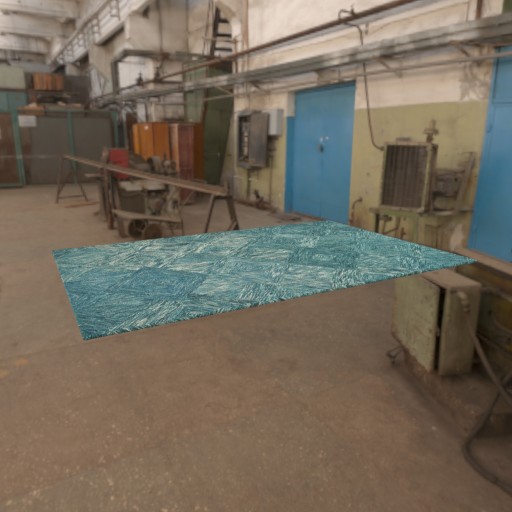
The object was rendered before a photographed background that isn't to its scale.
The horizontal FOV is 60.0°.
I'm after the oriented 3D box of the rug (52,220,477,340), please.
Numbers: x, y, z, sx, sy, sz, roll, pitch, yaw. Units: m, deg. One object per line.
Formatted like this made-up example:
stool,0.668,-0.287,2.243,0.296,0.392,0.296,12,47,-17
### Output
rug,0.000,0.000,2.827,2.277,0.015,1.490,-8,17,-27
